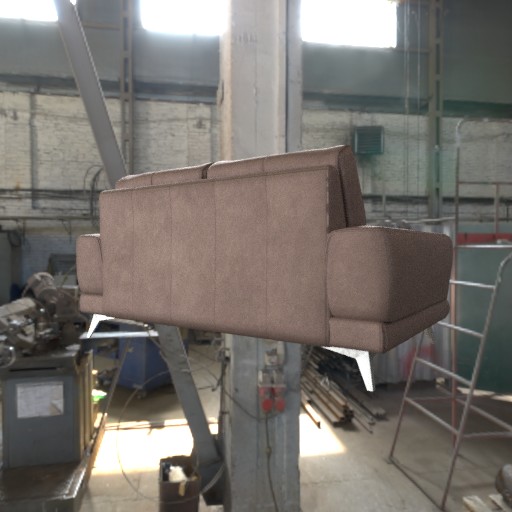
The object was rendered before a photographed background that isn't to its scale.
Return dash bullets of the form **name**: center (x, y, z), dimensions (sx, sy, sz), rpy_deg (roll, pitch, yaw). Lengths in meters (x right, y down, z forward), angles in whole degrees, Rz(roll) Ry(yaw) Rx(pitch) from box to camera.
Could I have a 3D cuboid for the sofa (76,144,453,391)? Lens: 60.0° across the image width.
- **sofa**: center (0.000, 0.000, 2.370), dimensions (1.806, 0.907, 1.018), rpy_deg (1, 1, 35)
